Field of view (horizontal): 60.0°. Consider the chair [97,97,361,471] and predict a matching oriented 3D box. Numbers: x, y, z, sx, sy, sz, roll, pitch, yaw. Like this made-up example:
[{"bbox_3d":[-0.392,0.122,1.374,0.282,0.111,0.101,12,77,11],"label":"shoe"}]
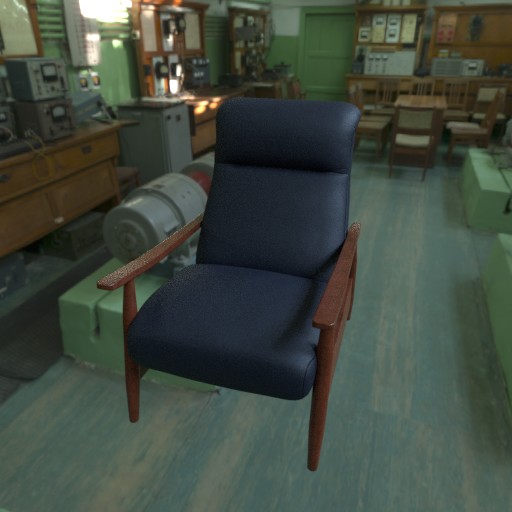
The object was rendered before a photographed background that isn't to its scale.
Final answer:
[{"bbox_3d":[0.000,0.000,1.777,0.762,1.082,1.014,8,28,16],"label":"chair"}]
